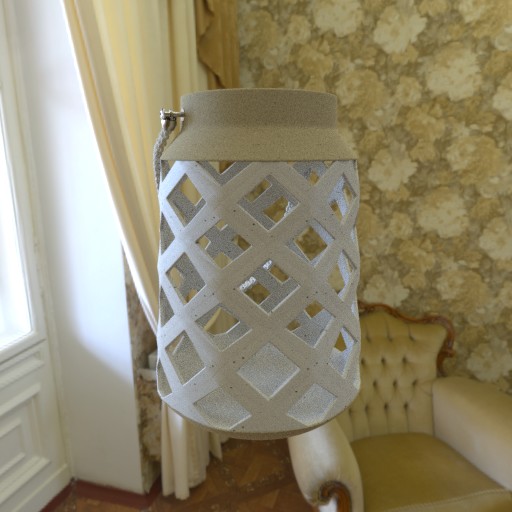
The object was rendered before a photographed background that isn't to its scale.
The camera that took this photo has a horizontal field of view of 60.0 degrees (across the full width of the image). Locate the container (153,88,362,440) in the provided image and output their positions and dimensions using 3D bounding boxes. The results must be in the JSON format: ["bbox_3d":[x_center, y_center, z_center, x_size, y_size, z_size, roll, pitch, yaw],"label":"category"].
[{"bbox_3d":[0.000,0.000,0.341,0.163,0.229,0.172,-7,15,-26],"label":"container"}]
